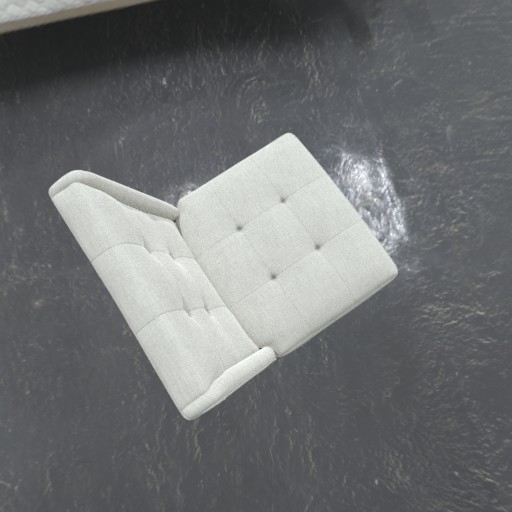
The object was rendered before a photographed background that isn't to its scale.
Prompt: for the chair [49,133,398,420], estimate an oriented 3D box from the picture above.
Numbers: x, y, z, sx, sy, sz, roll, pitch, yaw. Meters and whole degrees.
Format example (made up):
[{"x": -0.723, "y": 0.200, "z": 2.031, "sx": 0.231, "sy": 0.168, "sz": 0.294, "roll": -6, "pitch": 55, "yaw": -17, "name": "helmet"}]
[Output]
[{"x": 0.000, "y": 0.000, "z": 1.298, "sx": 0.676, "sy": 0.853, "sz": 0.569, "roll": -33, "pitch": 78, "yaw": -8, "name": "chair"}]
